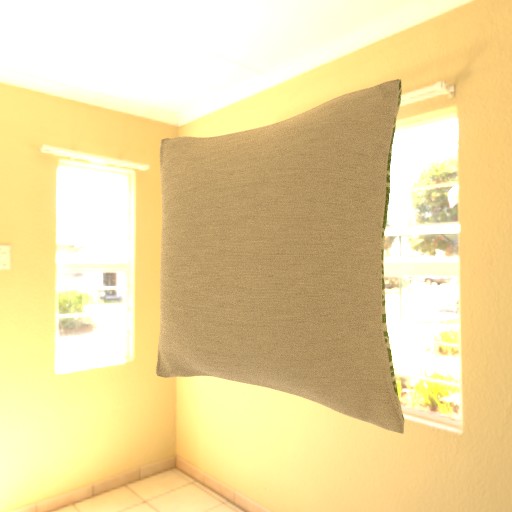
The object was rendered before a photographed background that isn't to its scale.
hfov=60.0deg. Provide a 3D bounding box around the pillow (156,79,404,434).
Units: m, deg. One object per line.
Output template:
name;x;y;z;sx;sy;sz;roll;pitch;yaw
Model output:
pillow;0.000;0.000;0.653;0.440;0.419;0.162;-1;-1;38
